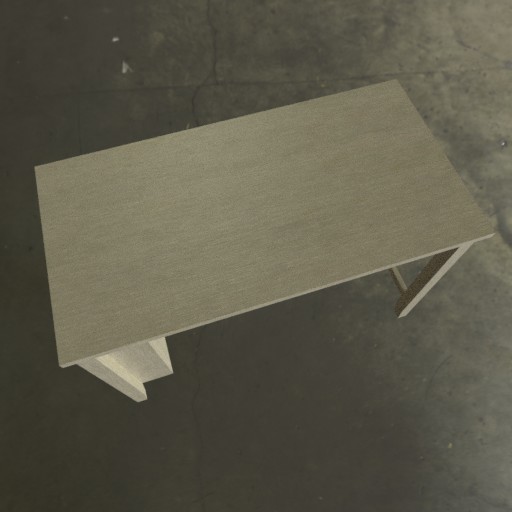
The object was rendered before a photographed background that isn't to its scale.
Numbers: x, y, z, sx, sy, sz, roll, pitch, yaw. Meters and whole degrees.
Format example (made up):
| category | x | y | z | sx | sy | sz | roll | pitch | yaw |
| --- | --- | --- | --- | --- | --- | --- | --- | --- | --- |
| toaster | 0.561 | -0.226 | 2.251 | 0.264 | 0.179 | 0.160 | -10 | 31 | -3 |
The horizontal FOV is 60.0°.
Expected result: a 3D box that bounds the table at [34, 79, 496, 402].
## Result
| category | x | y | z | sx | sy | sz | roll | pitch | yaw |
| --- | --- | --- | --- | --- | --- | --- | --- | --- | --- |
| table | 0.000 | 0.000 | 1.886 | 1.397 | 0.874 | 0.729 | -16 | 65 | -8 |
